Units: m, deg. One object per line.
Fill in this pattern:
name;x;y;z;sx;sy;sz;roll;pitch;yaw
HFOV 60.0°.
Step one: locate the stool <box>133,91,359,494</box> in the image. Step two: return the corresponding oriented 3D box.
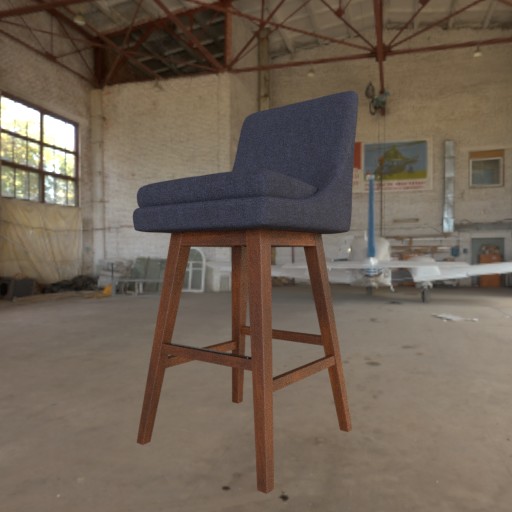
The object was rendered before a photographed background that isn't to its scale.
stool;0.000;0.000;1.351;0.489;1.068;0.572;0;0;36
